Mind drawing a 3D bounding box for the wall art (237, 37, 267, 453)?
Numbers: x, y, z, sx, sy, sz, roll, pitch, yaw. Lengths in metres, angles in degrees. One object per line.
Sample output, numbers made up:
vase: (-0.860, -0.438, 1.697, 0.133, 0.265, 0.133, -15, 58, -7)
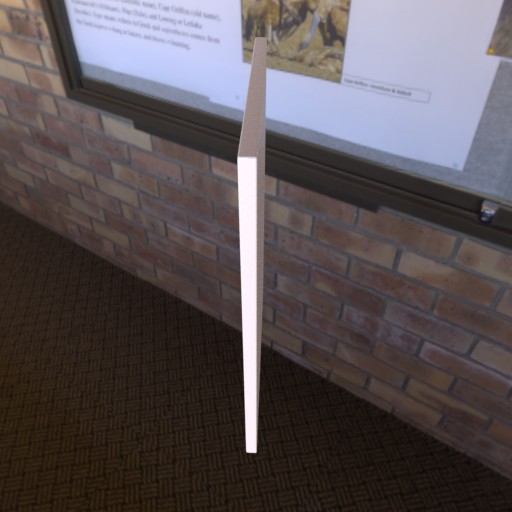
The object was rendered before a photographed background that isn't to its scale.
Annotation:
wall art: (0.000, 0.000, 1.520, 0.038, 1.183, 0.808, 2, 41, 2)
